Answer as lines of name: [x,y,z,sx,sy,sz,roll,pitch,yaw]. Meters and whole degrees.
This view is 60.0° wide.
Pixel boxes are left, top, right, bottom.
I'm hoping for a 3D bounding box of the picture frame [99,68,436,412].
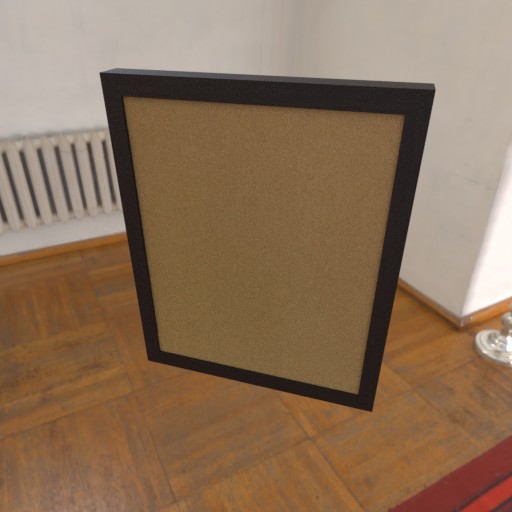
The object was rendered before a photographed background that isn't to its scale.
picture frame: [0.000,0.000,0.735,0.452,0.555,0.044,9,32,14]
